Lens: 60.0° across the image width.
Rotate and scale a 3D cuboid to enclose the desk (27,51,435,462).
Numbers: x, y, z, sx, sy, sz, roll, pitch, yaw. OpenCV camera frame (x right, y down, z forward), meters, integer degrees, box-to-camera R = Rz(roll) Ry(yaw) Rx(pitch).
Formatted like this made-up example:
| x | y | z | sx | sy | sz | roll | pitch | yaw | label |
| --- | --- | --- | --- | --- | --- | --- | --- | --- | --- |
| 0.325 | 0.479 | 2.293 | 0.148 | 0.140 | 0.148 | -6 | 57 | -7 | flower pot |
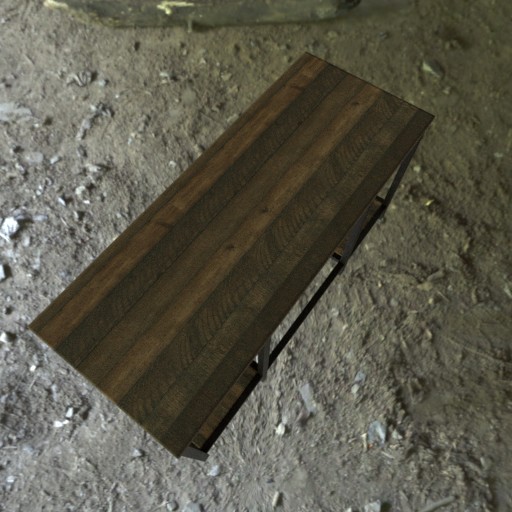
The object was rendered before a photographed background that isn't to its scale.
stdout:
| x | y | z | sx | sy | sz | roll | pitch | yaw | label |
| --- | --- | --- | --- | --- | --- | --- | --- | --- | --- |
| 0.000 | 0.000 | 1.897 | 0.617 | 0.753 | 1.538 | 34 | 68 | 15 | desk |
